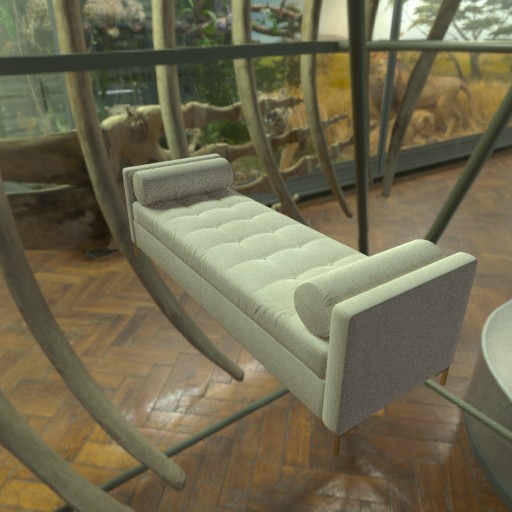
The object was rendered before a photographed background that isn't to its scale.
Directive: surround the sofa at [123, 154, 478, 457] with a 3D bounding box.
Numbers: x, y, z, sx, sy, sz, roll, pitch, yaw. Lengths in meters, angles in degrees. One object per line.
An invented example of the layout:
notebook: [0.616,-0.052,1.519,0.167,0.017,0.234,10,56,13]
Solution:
sofa: [0.000,0.000,2.352,0.686,0.635,1.981,-17,31,-30]
